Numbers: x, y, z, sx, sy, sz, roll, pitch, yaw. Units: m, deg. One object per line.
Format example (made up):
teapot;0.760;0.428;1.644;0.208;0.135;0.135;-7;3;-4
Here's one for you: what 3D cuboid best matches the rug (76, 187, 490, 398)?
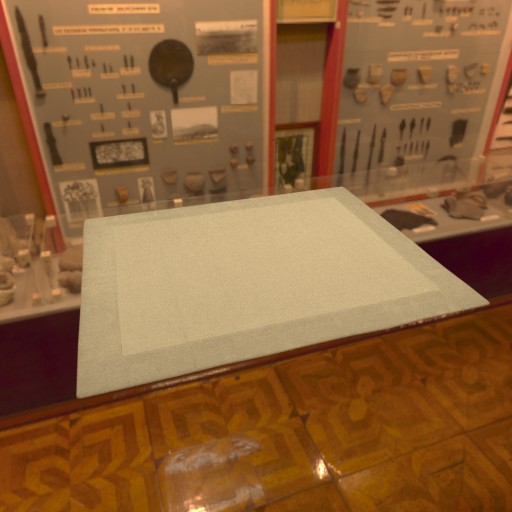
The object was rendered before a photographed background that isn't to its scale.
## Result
rug;0.000;0.000;3.963;2.976;0.018;2.430;-9;32;-15
